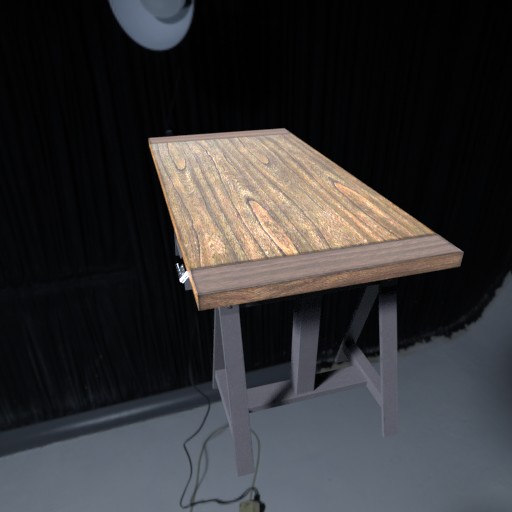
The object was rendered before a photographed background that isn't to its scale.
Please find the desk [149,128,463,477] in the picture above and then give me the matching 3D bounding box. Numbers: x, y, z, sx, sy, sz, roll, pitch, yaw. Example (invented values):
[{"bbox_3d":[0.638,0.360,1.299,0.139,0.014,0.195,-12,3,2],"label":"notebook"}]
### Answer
[{"bbox_3d":[0.000,0.000,1.978,0.784,0.725,1.543,-8,30,-14],"label":"desk"}]
